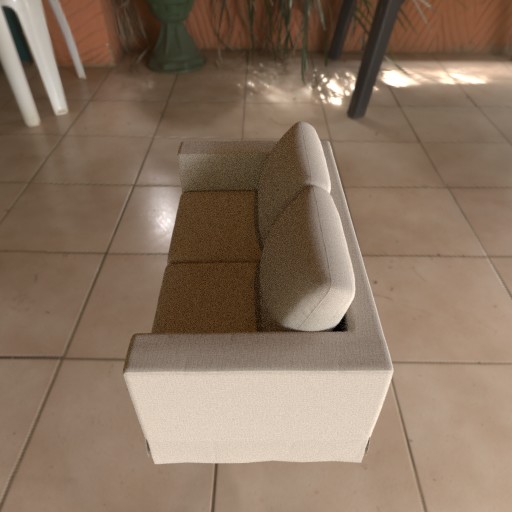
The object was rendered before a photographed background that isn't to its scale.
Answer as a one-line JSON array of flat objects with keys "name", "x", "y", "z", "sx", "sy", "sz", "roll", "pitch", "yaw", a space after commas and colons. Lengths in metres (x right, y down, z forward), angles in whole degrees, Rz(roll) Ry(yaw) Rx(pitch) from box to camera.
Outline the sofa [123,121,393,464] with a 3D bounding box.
[{"name": "sofa", "x": 0.000, "y": 0.000, "z": 2.400, "sx": 1.009, "sy": 0.932, "sz": 1.813, "roll": 0, "pitch": 41, "yaw": 0}]
